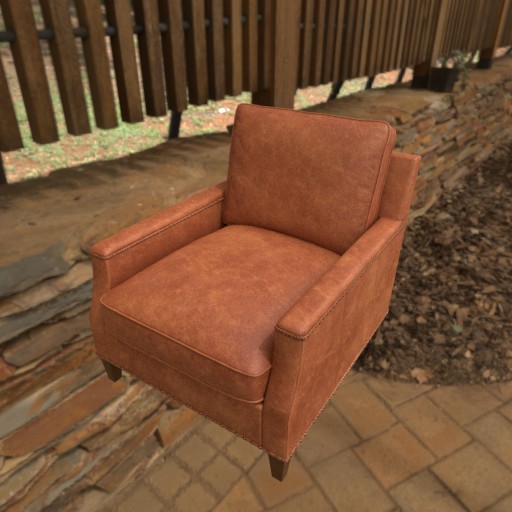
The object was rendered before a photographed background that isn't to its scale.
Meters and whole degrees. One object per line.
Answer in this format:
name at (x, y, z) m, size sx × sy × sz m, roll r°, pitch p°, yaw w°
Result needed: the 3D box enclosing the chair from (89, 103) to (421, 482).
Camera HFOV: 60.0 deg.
chair at (0.000, 0.000, 1.676) m, size 0.853 × 0.943 × 1.014 m, roll 18°, pitch 34°, yaw 29°
